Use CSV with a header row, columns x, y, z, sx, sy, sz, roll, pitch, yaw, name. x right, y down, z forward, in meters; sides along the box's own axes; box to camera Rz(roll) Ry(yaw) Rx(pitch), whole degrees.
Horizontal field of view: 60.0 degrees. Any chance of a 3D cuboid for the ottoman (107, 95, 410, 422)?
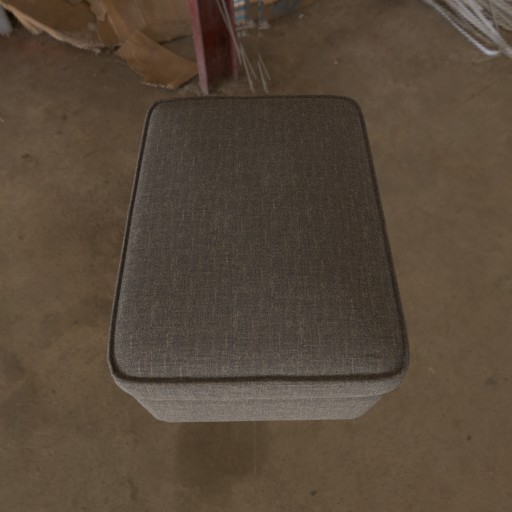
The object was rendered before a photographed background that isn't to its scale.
x,y,z,sx,sy,sz,roll,pitch,yaw,name
0.000,0.000,1.101,0.549,0.450,0.749,-1,59,0,ottoman
